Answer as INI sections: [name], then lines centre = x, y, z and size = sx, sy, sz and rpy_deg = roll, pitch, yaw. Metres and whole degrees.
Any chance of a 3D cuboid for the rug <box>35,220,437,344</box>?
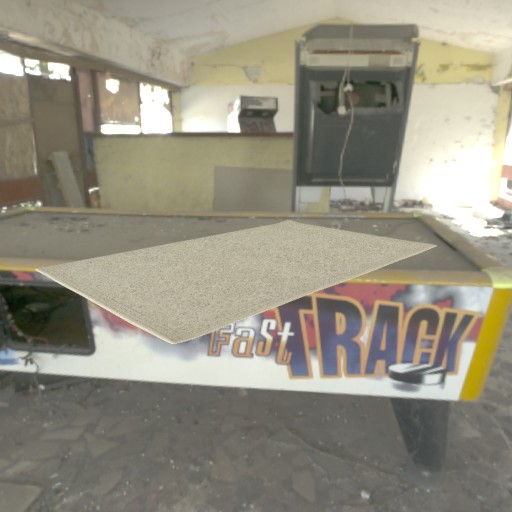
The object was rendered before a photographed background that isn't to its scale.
[rug]
centre = 0.000, 0.000, 2.476
size = 1.947, 0.023, 1.214
rpy_deg = -14, 20, -43
